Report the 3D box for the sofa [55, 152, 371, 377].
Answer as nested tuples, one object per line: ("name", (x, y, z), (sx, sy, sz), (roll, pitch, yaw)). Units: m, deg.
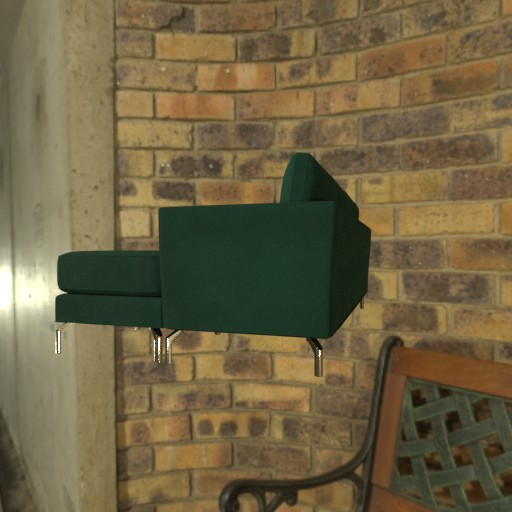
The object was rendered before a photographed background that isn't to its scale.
("sofa", (0.000, 0.000, 3.223), (1.489, 1.007, 2.441), (0, 1, 18))
